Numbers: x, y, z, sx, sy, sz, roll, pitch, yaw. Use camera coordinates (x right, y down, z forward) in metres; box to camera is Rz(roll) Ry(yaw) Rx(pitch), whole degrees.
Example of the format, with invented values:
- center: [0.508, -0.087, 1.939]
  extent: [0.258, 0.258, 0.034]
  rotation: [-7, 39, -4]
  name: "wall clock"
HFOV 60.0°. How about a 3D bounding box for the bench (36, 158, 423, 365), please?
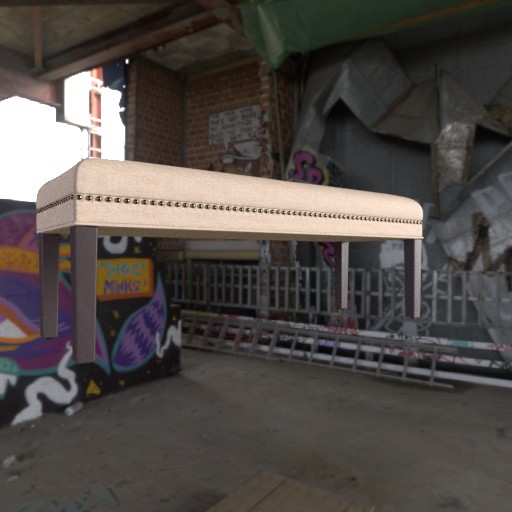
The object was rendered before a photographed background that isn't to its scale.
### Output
- center: [0.000, 0.000, 1.423]
  extent: [1.219, 0.457, 0.410]
  rotation: [0, 0, -36]
  name: "bench"
